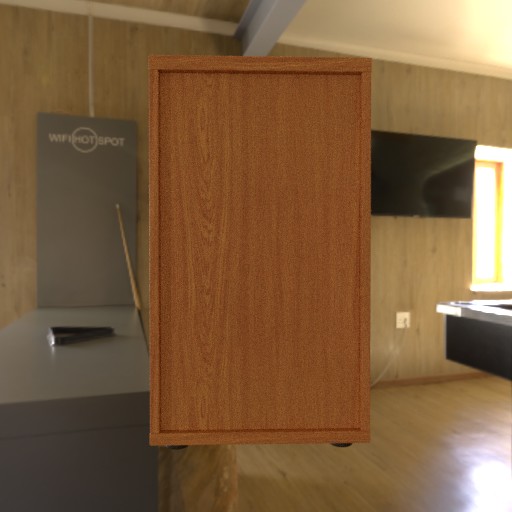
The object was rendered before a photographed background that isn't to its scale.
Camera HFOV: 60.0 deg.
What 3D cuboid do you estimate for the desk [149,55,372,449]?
[{"bbox_3d":[0.000,0.000,1.106,0.404,0.730,0.600,0,1,-2],"label":"desk"}]
